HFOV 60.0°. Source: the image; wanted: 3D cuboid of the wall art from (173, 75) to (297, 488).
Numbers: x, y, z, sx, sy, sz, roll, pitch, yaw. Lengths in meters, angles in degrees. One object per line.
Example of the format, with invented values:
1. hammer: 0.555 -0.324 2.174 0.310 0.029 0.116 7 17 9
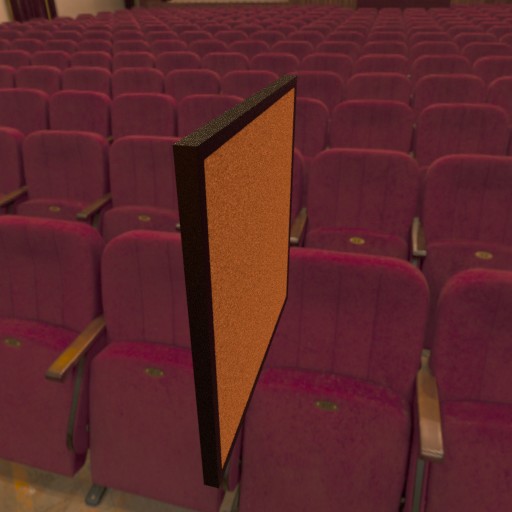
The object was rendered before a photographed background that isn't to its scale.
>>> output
1. wall art: 0.000 0.000 1.110 0.036 0.755 0.756 7 30 13
